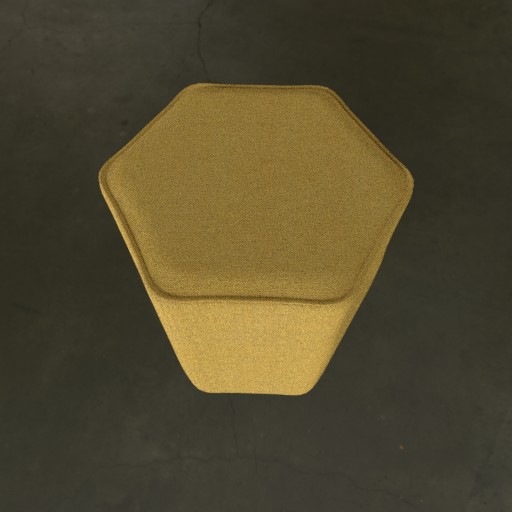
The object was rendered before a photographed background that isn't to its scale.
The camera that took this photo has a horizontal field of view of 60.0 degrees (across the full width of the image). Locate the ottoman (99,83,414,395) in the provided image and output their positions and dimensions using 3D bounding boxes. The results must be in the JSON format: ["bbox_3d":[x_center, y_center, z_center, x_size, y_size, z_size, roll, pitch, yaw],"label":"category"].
[{"bbox_3d":[0.000,0.000,0.888,0.494,0.502,0.443,1,59,1],"label":"ottoman"}]
